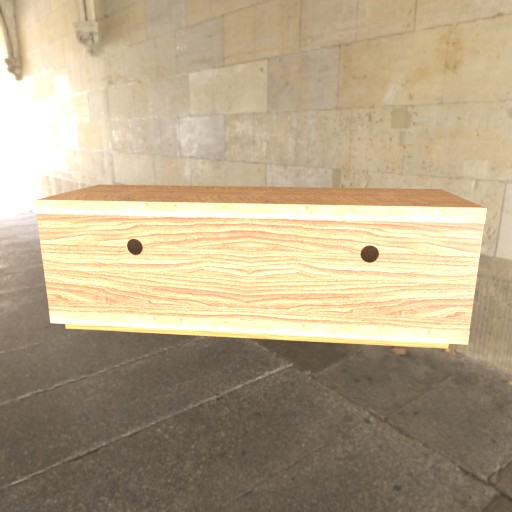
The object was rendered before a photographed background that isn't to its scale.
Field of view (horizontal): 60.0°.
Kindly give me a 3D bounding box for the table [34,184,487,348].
[{"bbox_3d":[0.000,0.000,1.760,1.499,0.491,0.499,2,15,7],"label":"table"}]
